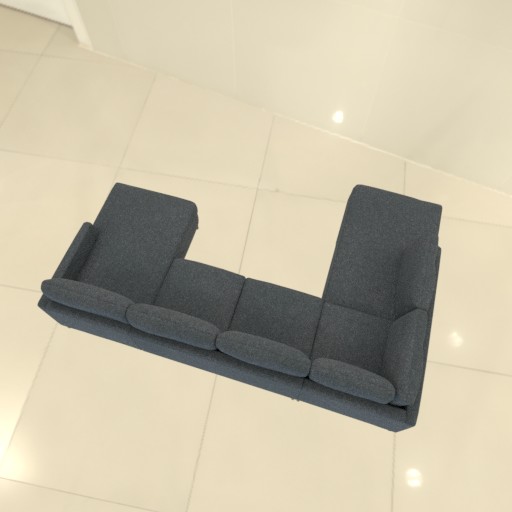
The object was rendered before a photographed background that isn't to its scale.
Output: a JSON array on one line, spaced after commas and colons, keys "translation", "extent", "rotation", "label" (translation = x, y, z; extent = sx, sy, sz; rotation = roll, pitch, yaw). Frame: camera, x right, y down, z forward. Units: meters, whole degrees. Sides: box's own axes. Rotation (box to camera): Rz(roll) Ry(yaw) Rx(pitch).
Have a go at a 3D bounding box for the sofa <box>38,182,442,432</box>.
[{"translation": [0.000, 0.000, 3.784], "extent": [2.956, 0.813, 2.007], "rotation": [16, 64, 8], "label": "sofa"}]
